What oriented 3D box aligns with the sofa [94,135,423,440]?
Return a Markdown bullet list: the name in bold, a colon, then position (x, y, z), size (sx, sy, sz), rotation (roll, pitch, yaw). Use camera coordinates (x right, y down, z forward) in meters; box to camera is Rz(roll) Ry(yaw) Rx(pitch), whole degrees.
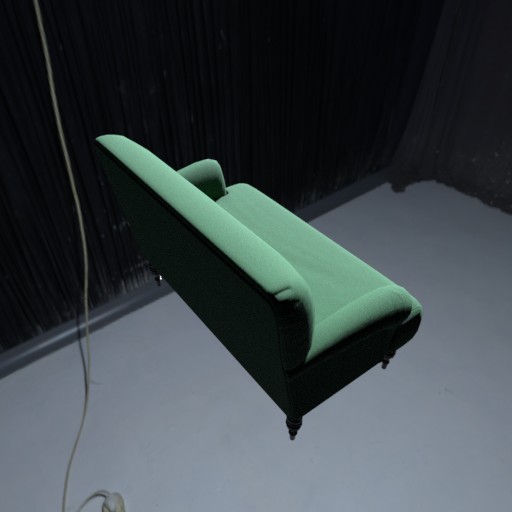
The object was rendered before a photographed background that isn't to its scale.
- **sofa**: position (0.000, 0.000, 1.875), size (0.779, 0.889, 1.297), rotation (-26, 46, -28)
